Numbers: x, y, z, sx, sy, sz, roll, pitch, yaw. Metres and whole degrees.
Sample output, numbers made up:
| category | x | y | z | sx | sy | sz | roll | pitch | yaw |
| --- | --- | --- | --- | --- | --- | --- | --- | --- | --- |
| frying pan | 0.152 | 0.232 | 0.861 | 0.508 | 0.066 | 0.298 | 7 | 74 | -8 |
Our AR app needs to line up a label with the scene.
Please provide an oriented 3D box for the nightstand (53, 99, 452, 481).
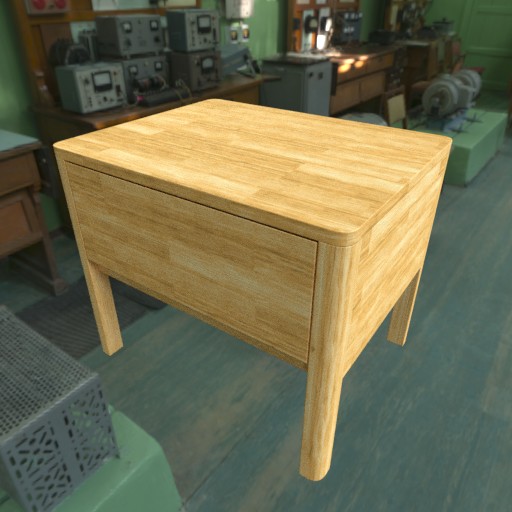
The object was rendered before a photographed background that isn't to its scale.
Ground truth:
| category | x | y | z | sx | sy | sz | roll | pitch | yaw |
| --- | --- | --- | --- | --- | --- | --- | --- | --- | --- |
| nightstand | 0.000 | 0.000 | 0.896 | 0.560 | 0.470 | 0.440 | 20 | 37 | 29 |
